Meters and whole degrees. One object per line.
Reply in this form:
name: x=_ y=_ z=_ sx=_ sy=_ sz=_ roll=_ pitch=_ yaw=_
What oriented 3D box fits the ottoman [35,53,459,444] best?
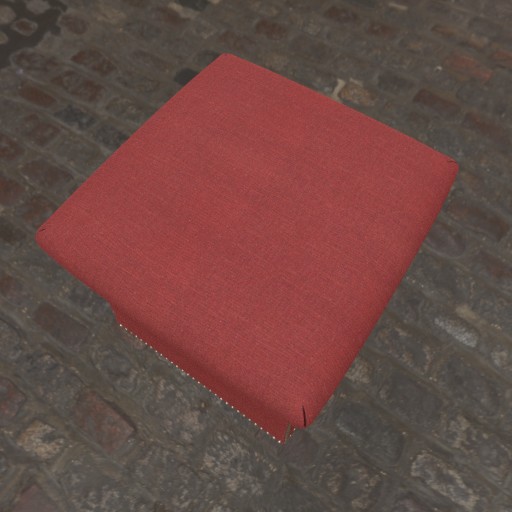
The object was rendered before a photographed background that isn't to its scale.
ottoman: x=0.000 y=0.000 z=0.863 sx=0.497 sy=0.475 sz=0.507 roll=32 pitch=67 yaw=15
